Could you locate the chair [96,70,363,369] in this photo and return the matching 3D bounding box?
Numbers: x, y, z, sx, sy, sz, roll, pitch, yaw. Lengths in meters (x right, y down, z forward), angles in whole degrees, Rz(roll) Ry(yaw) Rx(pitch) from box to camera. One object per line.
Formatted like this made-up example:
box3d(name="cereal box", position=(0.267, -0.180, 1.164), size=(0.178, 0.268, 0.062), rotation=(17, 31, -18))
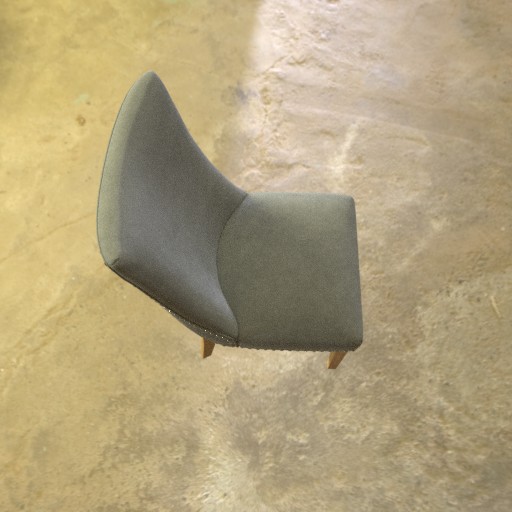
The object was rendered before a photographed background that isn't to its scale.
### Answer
box3d(name="chair", position=(0.000, 0.000, 1.270), size=(0.610, 0.902, 0.495), rotation=(2, 65, 1))
